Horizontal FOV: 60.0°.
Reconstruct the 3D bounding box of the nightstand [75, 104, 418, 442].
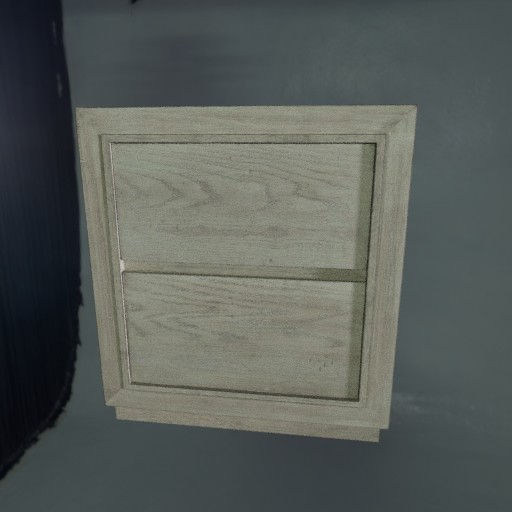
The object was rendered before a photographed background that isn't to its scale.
[{"bbox_3d":[0.000,0.000,1.093,0.612,0.673,0.483,2,15,8],"label":"nightstand"}]
